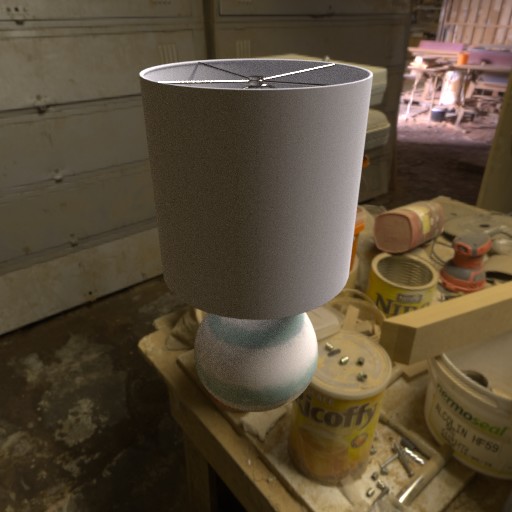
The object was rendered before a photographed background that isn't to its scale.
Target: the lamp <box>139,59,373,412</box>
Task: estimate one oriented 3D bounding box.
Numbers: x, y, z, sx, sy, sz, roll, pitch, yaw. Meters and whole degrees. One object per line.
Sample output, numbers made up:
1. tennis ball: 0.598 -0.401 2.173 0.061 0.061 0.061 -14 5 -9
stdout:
1. lamp: 0.000 0.000 0.520 0.217 0.404 0.217 -21 35 -32
